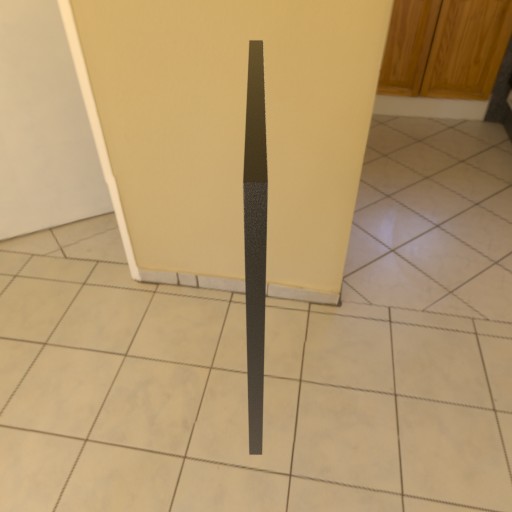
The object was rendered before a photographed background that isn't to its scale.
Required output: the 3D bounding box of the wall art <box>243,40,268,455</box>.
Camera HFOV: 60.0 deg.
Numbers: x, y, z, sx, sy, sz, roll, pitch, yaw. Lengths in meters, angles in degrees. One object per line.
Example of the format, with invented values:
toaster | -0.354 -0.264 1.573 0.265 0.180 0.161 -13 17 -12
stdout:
wall art | 0.000 0.000 1.397 0.043 1.046 0.788 0 42 0
